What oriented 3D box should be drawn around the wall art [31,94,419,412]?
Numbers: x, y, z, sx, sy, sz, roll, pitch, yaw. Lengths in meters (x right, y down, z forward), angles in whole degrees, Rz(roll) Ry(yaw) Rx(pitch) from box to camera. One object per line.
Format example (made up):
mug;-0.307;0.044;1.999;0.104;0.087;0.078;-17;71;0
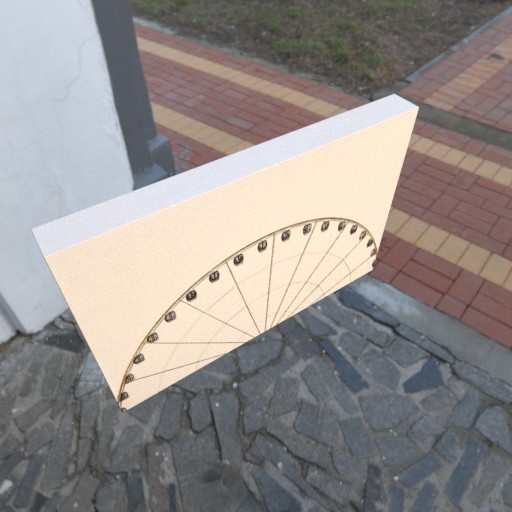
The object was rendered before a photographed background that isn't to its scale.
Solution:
wall art;0.000;0.000;0.488;0.384;0.254;0.039;-26;52;-22
